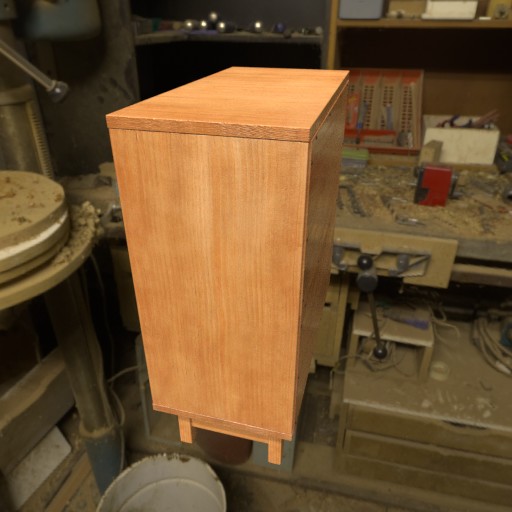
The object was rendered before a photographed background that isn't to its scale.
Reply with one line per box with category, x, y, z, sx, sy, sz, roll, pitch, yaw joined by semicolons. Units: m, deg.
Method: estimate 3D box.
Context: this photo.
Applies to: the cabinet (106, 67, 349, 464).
cabinet;0.000;0.000;1.390;0.419;1.001;0.800;8;30;13
